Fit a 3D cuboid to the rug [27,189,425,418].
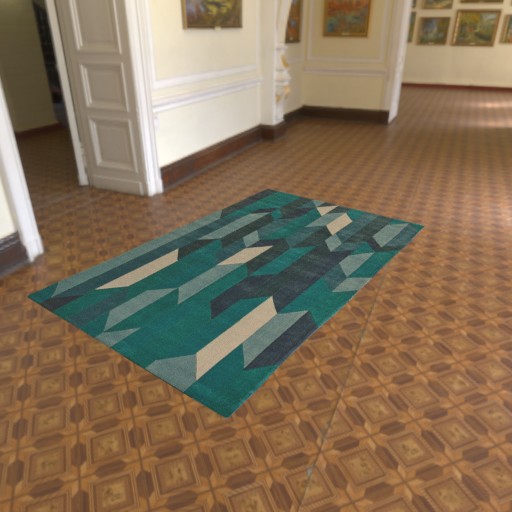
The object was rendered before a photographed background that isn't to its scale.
[{"bbox_3d":[0.000,0.000,3.032,1.528,0.005,2.420,19,33,32],"label":"rug"}]
